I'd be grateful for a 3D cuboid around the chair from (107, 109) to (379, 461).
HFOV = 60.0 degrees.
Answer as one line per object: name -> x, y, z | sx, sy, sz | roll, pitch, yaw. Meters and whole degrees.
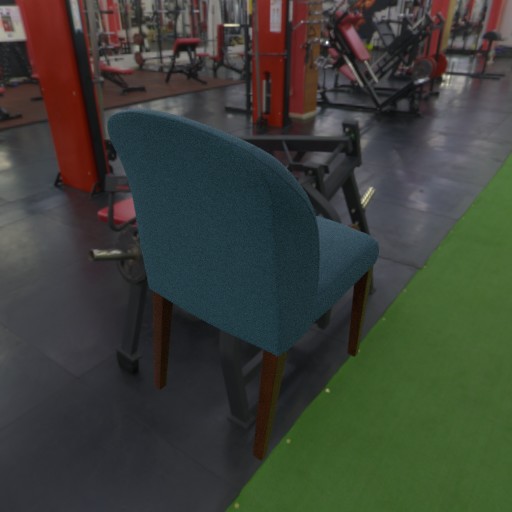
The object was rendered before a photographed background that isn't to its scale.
chair -> 0.000, 0.000, 1.249 | 0.507, 0.879, 0.620 | 21, 35, 33
